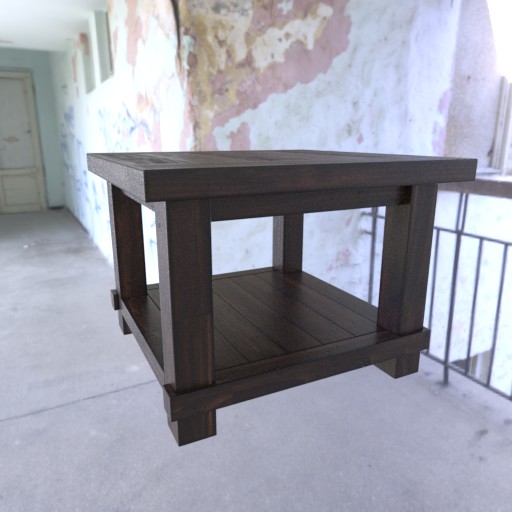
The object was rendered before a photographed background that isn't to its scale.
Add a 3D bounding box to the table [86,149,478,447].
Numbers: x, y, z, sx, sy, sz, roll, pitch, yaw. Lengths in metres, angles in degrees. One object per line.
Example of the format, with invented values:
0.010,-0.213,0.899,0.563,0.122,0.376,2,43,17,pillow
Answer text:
0.000,0.000,0.986,0.606,0.437,0.593,-8,17,-26,table
